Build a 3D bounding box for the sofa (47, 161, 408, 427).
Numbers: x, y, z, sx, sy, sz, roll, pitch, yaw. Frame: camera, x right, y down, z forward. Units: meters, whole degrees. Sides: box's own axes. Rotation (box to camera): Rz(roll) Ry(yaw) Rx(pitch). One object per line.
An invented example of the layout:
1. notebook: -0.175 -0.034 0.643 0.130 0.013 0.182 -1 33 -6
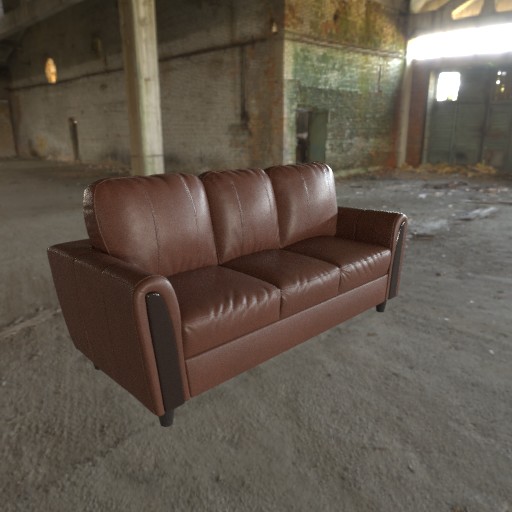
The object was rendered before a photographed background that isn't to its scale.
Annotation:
1. sofa: 0.000 0.000 2.360 1.862 0.915 0.802 -15 21 -43
